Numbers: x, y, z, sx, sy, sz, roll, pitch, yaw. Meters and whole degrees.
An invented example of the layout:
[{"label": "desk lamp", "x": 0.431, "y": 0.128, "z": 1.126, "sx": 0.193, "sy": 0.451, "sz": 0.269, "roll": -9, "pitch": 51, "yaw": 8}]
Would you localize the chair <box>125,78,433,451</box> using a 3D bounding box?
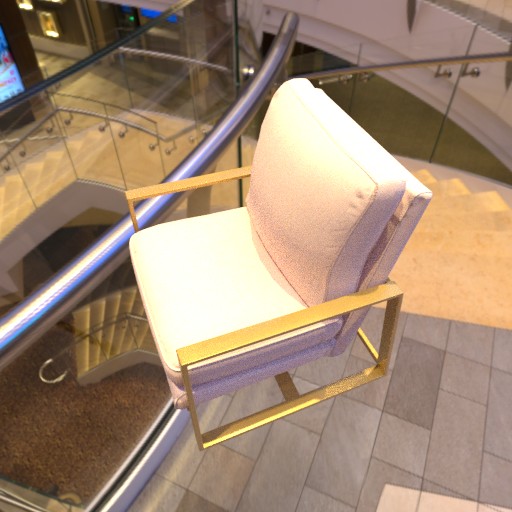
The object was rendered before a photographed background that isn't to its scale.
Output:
[{"label": "chair", "x": 0.000, "y": 0.000, "z": 1.532, "sx": 0.813, "sy": 0.956, "sz": 0.758, "roll": -16, "pitch": 49, "yaw": -15}]
